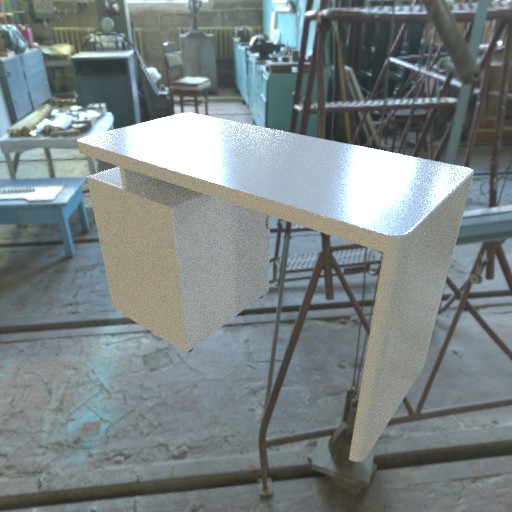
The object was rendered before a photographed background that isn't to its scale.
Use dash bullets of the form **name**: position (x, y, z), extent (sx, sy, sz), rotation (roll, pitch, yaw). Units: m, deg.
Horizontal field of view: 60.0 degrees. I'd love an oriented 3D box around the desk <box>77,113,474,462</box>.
- **desk**: position (0.000, 0.000, 1.607), extent (1.200, 0.760, 0.550), rotation (22, 37, 32)
